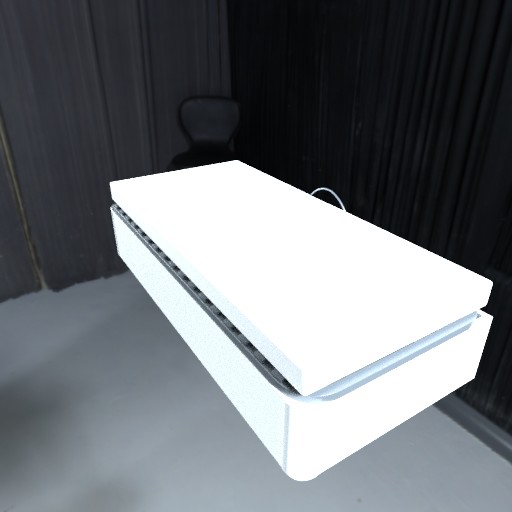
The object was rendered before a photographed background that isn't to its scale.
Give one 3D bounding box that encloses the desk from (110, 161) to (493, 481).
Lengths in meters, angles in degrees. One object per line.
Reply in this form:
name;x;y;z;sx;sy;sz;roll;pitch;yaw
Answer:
desk;0.000;0.000;2.175;0.900;0.526;1.900;-17;32;-28
